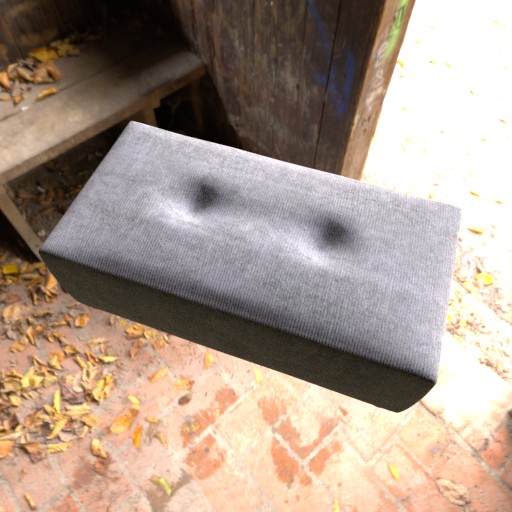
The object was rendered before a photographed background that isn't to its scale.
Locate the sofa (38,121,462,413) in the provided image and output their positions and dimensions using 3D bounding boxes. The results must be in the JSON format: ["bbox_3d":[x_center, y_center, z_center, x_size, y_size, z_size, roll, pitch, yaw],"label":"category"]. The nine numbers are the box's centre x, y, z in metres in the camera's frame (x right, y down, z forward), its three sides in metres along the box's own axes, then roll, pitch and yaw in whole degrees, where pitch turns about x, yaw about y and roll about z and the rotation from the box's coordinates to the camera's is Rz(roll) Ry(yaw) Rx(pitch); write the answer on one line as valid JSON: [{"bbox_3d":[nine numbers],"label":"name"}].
[{"bbox_3d":[0.000,0.000,1.155,0.930,0.330,0.480,17,61,10],"label":"sofa"}]
